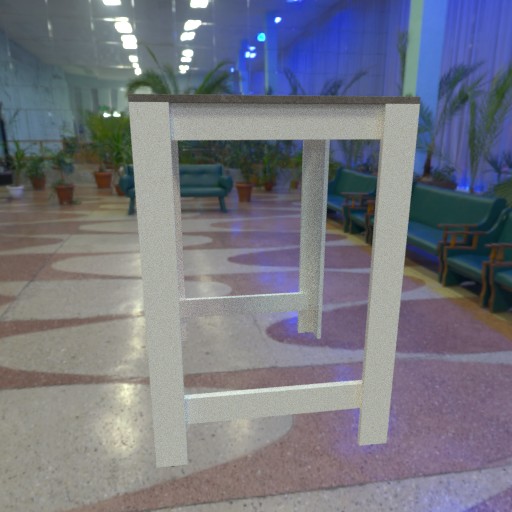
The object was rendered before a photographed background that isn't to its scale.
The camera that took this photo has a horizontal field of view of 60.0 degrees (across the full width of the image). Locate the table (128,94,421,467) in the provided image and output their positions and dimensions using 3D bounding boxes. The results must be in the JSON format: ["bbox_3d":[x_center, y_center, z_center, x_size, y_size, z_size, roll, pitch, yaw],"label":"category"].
[{"bbox_3d":[0.000,0.000,1.564,0.700,1.020,0.800,-2,17,-8],"label":"table"}]
